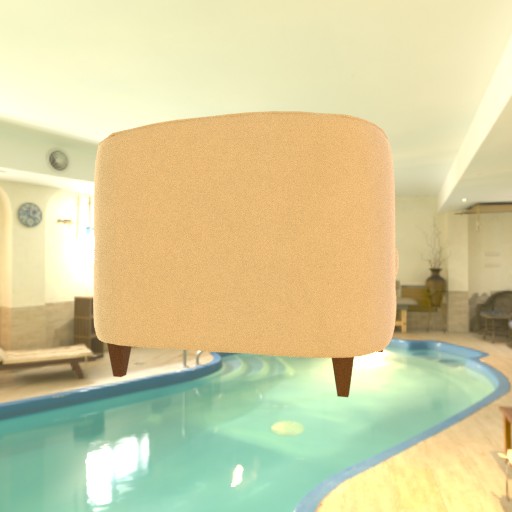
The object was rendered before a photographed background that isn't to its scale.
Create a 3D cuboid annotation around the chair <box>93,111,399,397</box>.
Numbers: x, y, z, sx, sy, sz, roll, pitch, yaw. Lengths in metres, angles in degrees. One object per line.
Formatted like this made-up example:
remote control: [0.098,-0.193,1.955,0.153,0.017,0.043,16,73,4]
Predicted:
chair: [0.000,0.000,1.792,1.104,0.852,0.941,0,-1,17]
